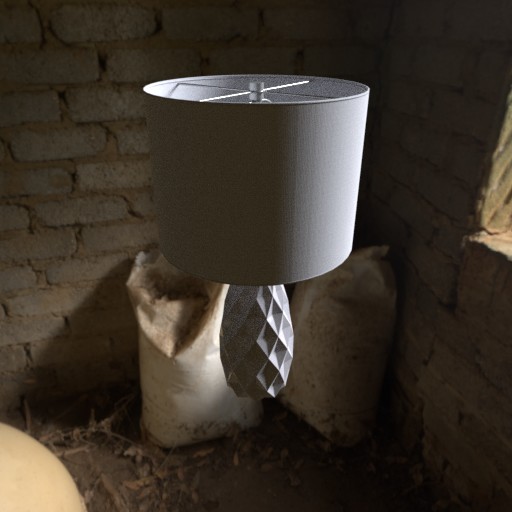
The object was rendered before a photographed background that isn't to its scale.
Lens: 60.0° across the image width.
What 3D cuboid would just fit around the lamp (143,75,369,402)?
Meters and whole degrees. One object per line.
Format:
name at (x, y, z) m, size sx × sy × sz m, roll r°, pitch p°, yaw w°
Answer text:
lamp at (0.000, 0.000, 0.712) m, size 0.297 × 0.522 × 0.297 m, roll 0°, pitch 27°, yaw 0°
